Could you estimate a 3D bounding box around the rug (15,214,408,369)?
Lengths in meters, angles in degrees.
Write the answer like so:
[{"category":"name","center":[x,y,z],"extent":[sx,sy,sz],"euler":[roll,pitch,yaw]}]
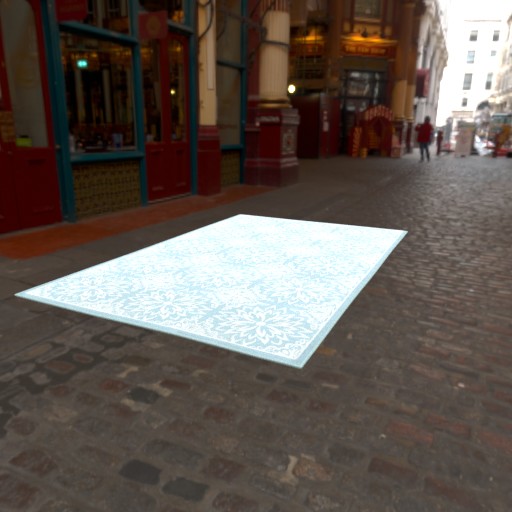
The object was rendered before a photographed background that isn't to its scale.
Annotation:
[{"category":"rug","center":[0.000,0.000,2.277],"extent":[1.219,0.012,1.840],"euler":[8,18,26]}]
